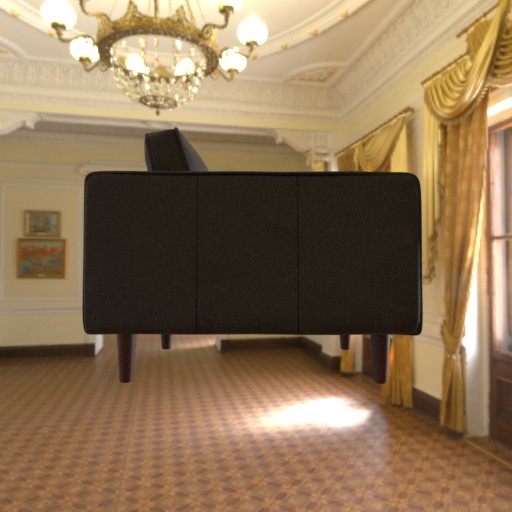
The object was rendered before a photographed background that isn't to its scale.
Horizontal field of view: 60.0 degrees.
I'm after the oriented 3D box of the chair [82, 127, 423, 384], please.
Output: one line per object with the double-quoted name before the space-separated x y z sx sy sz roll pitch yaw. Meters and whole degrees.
"chair" 0.000 0.000 1.590 0.914 0.763 0.889 0 -2 1
